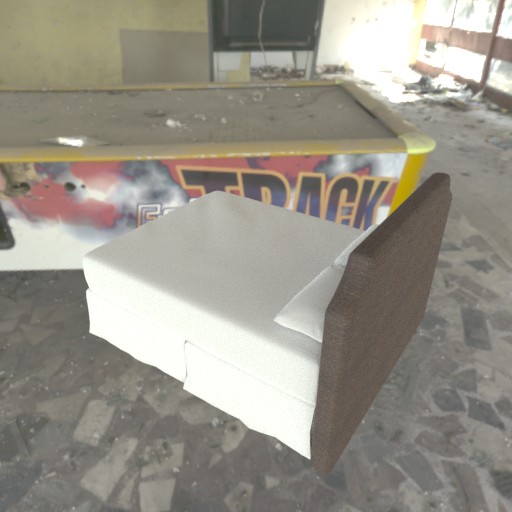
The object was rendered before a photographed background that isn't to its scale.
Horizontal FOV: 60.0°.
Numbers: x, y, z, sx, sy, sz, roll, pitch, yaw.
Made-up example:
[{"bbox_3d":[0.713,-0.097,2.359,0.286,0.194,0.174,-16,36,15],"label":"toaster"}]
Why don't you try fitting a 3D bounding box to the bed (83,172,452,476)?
[{"bbox_3d":[0.000,0.000,3.166,2.116,1.290,1.693,19,36,30],"label":"bed"}]
